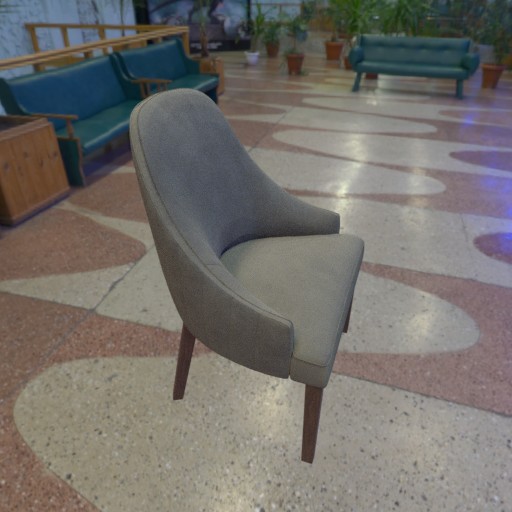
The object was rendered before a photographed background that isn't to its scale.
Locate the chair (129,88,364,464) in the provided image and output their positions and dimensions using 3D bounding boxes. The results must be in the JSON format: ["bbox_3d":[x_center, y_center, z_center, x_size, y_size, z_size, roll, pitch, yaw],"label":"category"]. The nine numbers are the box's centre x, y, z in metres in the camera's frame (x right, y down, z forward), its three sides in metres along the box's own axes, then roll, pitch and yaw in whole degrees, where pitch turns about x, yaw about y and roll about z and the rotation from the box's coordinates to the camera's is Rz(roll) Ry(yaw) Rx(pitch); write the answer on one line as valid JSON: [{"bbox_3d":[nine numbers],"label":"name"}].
[{"bbox_3d":[0.000,0.000,1.309,0.575,0.889,0.643,10,33,17],"label":"chair"}]
